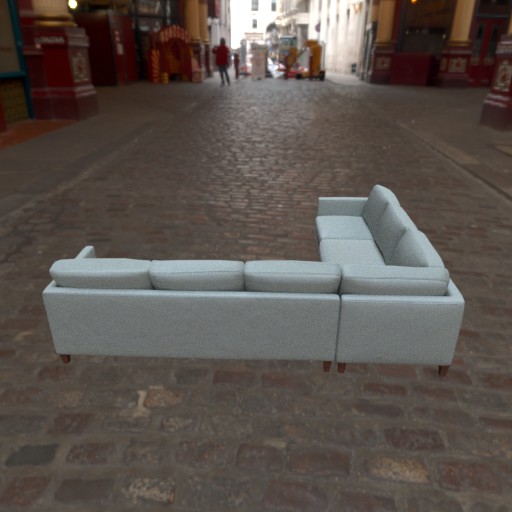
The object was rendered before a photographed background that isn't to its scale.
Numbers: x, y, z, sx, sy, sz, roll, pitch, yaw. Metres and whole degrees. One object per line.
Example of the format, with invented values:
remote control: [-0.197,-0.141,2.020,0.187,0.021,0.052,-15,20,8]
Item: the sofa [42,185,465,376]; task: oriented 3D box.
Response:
sofa: [0.000,0.000,4.622,3.301,0.947,2.592,1,25,3]
